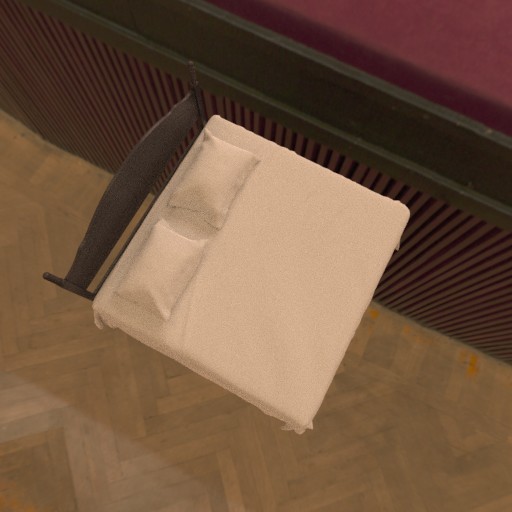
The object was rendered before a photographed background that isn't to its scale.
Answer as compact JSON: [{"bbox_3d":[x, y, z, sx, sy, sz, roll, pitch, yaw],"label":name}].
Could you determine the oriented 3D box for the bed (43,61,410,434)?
[{"bbox_3d":[0.000,0.000,3.643,2.219,1.355,2.322,28,77,7],"label":"bed"}]
